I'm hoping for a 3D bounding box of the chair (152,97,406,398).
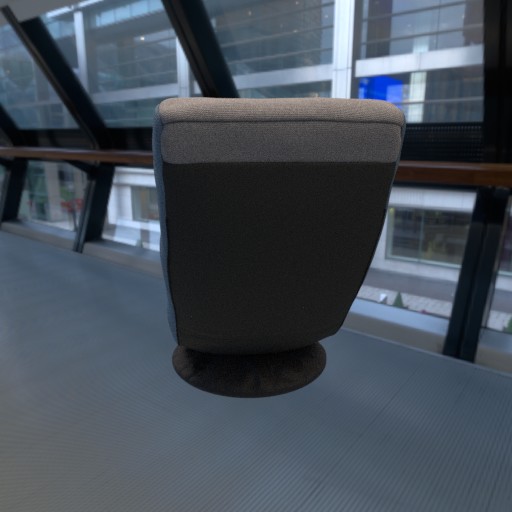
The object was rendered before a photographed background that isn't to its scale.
[{"bbox_3d":[0.000,0.000,1.034,0.420,0.641,0.661,-2,14,-8],"label":"chair"}]
